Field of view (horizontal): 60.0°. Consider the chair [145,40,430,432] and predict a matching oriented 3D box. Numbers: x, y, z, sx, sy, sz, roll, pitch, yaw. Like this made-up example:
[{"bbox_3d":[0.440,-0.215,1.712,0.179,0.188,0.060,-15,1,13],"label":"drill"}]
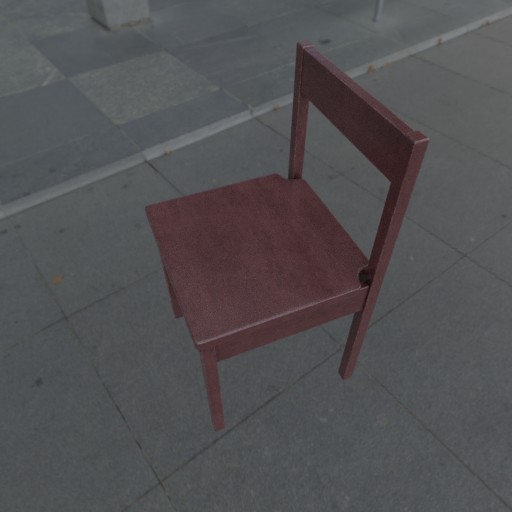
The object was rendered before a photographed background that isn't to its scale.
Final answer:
[{"bbox_3d":[0.000,0.000,0.901,0.361,0.668,0.367,-17,49,-15],"label":"chair"}]
